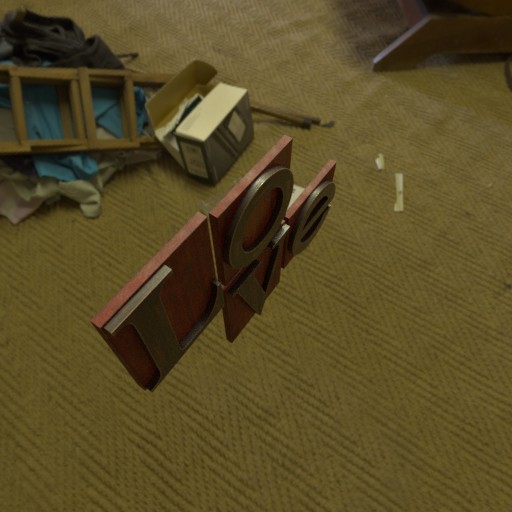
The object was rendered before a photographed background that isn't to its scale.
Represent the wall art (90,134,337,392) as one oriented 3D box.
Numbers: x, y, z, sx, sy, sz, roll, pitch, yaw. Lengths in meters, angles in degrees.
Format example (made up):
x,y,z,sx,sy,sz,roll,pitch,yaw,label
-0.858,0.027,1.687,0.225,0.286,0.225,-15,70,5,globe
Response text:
x,y,z,sx,sy,sz,roll,pitch,yaw,label
0.000,0.000,0.864,0.030,0.497,0.635,31,62,18,wall art
